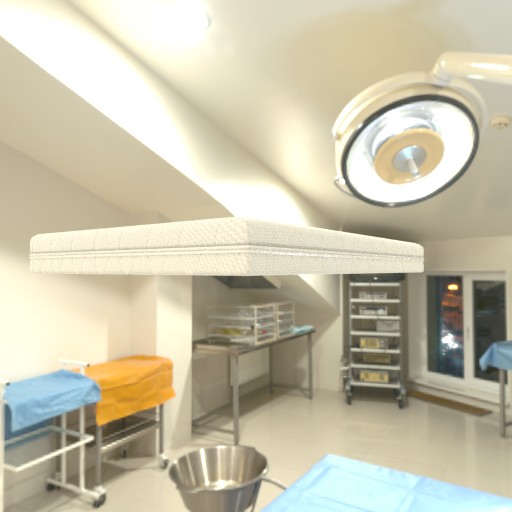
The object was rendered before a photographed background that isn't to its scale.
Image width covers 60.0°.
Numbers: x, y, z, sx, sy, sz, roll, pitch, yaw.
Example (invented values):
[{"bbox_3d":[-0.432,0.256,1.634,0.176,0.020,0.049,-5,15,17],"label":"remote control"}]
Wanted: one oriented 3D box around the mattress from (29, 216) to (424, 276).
[{"bbox_3d":[0.000,0.000,2.638,1.400,0.200,2.000,-1,-2,36],"label":"mattress"}]
